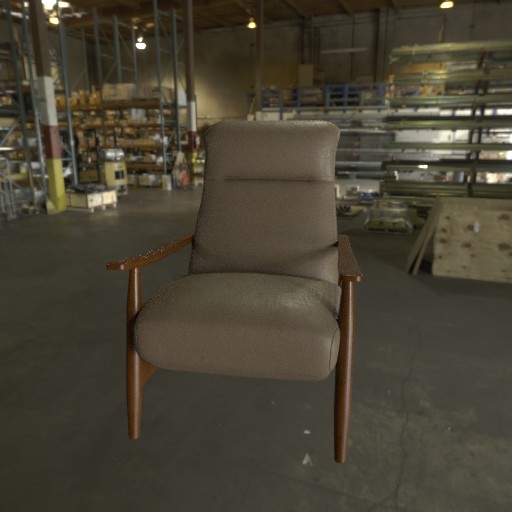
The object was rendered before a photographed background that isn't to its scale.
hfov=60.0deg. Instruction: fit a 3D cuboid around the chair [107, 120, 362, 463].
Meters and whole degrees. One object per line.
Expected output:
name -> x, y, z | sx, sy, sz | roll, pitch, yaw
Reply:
chair -> 0.000, 0.000, 1.783 | 0.762, 1.082, 1.014 | 2, 15, 9
